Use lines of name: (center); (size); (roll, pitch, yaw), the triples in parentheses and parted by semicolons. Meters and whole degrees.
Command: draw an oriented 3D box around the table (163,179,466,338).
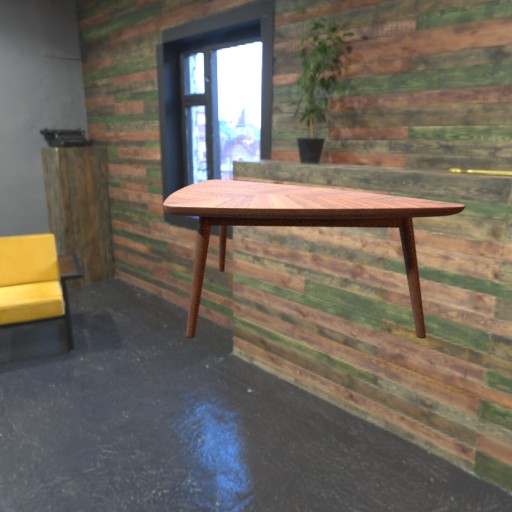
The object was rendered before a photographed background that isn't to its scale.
table: (0.000, 0.000, 1.326); (0.601, 0.365, 1.008); (-13, 20, -41)
